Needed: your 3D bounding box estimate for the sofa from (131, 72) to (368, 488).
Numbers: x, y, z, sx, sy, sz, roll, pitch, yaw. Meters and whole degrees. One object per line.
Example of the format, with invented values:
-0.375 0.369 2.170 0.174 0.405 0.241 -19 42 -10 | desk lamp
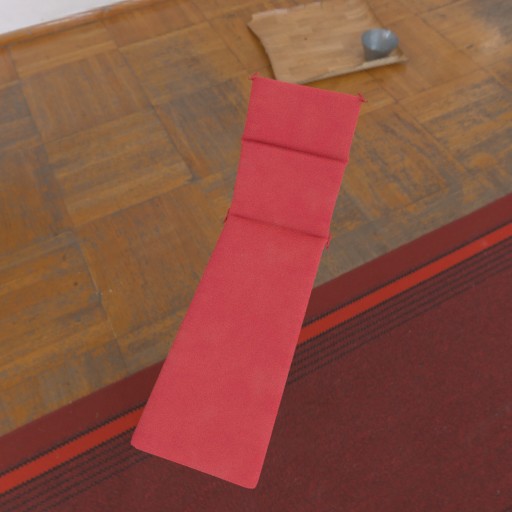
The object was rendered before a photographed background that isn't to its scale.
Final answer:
0.000 0.000 1.898 0.582 0.622 1.663 15 59 9 | sofa
